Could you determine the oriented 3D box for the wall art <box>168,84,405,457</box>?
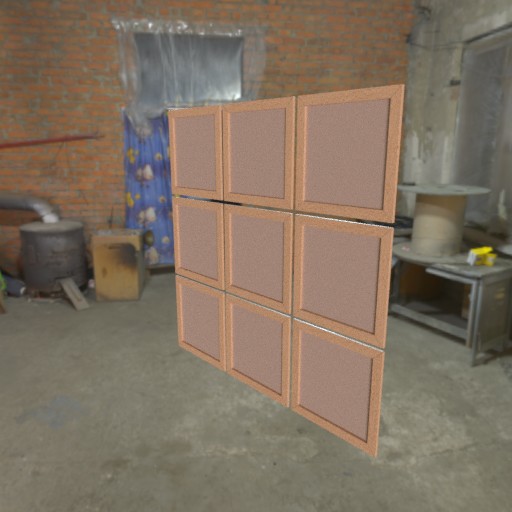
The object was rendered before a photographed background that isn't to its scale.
[{"bbox_3d":[0.000,0.000,2.269,0.014,1.507,1.519,-12,18,-41],"label":"wall art"}]
